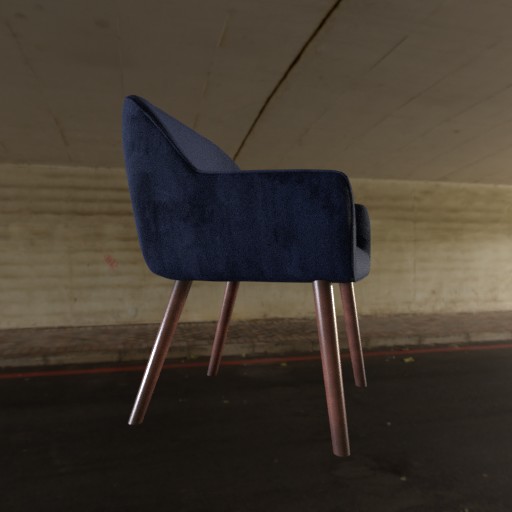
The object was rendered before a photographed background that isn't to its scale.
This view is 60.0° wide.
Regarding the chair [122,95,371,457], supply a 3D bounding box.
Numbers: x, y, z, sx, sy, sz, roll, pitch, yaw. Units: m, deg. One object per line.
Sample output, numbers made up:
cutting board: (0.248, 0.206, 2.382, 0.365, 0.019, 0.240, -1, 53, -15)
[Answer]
chair: (0.000, 0.000, 1.246, 0.600, 0.820, 0.600, 0, -1, 18)
